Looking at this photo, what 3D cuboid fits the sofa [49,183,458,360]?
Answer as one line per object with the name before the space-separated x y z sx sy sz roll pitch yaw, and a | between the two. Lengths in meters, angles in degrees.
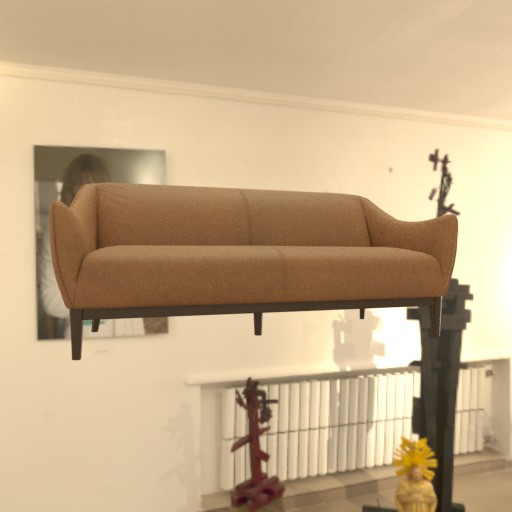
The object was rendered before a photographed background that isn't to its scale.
sofa | 0.000 0.000 2.365 1.928 0.830 0.869 0 0 -17
